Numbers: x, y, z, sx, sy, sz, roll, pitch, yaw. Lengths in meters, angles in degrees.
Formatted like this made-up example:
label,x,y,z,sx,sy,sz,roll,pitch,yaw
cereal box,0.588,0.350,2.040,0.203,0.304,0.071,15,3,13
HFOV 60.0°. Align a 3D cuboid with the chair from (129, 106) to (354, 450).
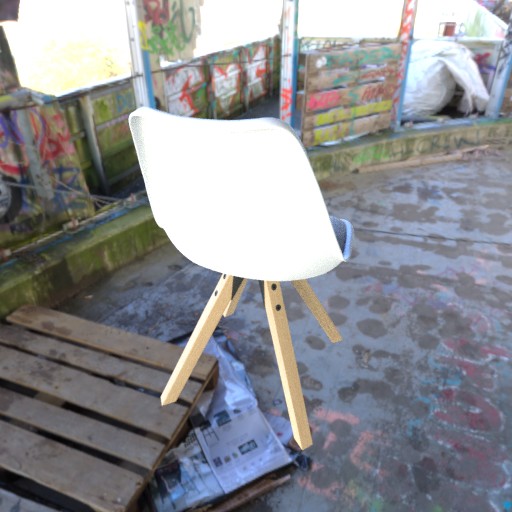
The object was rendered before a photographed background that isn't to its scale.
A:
label,x,y,z,sx,sy,sz,roll,pitch,yaw
chair,0.000,0.000,1.166,0.485,0.850,0.550,11,33,17
